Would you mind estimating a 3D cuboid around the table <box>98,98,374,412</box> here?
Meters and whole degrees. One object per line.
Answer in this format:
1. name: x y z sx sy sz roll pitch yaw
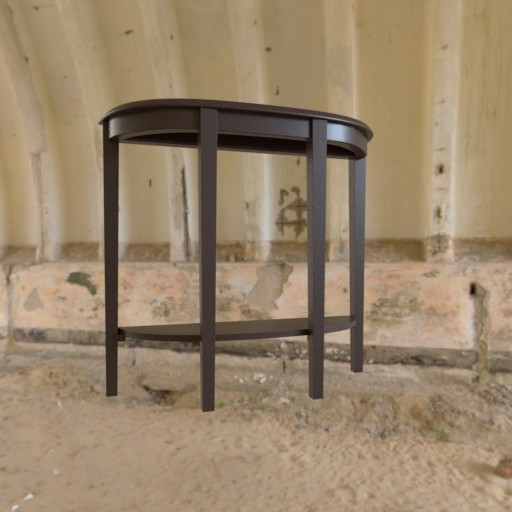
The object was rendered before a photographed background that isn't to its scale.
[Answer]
1. table: 0.000 0.000 1.343 0.909 0.831 0.274 0 1 -18
